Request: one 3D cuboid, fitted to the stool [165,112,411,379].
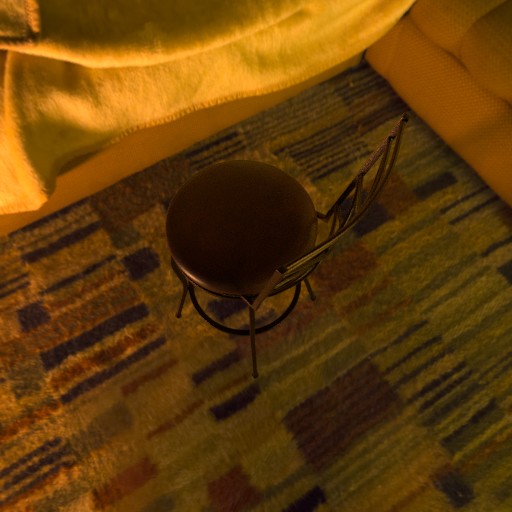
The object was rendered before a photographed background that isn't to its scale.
[{"bbox_3d":[0.000,0.000,1.361,0.534,1.117,0.434,34,69,15],"label":"stool"}]
